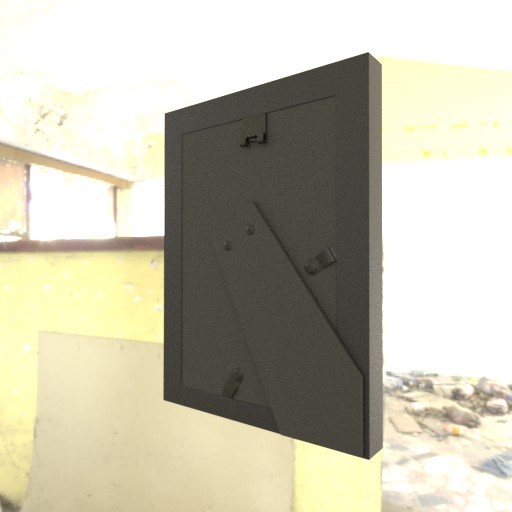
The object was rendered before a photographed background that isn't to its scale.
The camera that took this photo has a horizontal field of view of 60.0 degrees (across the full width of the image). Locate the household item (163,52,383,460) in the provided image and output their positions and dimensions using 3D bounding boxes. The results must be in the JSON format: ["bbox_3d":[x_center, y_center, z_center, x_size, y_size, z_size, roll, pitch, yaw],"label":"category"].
[{"bbox_3d":[0.000,0.000,0.238,0.133,0.178,0.022,0,-1,37],"label":"household item"}]
